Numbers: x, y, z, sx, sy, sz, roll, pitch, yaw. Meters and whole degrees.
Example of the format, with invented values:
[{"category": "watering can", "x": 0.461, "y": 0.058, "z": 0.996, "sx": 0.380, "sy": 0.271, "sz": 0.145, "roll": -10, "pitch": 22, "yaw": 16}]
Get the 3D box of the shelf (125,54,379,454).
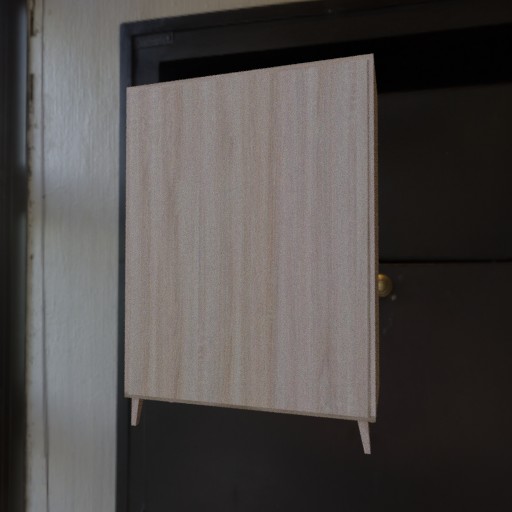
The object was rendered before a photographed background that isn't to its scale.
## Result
[{"category": "shelf", "x": 0.000, "y": 0.000, "z": 1.890, "sx": 0.995, "sy": 1.405, "sz": 0.434, "roll": 0, "pitch": -1, "yaw": 17}]
